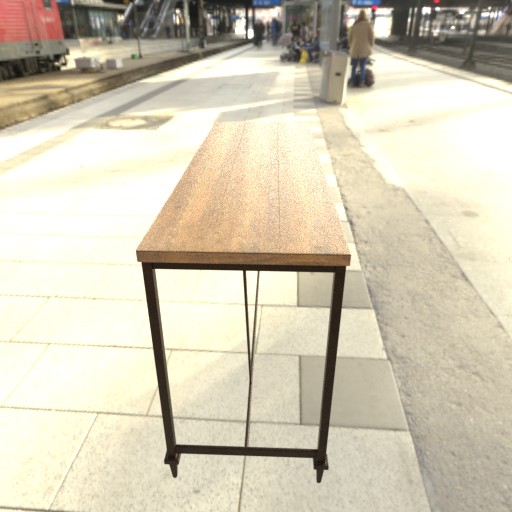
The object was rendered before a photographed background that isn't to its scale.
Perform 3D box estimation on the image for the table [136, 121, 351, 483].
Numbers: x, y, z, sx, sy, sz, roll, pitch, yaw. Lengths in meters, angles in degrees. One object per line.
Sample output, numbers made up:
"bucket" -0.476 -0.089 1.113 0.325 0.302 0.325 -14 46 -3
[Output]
"table" 0.000 0.000 2.073 0.551 0.902 1.700 1 28 2
